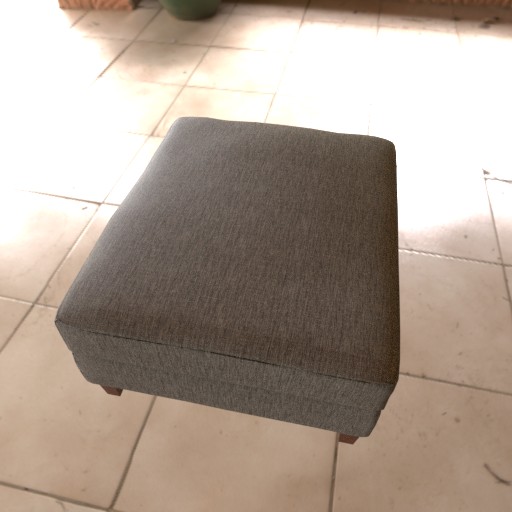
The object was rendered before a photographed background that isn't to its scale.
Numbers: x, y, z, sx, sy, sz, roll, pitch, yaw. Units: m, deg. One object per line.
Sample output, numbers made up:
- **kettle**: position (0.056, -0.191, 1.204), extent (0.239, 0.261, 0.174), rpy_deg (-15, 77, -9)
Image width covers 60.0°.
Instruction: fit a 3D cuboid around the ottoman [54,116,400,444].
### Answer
- **ottoman**: position (0.000, 0.000, 1.465), extent (0.839, 0.492, 0.994), rpy_deg (9, 48, 8)
